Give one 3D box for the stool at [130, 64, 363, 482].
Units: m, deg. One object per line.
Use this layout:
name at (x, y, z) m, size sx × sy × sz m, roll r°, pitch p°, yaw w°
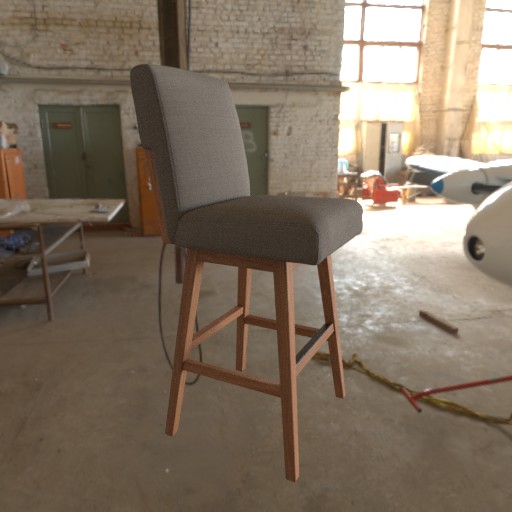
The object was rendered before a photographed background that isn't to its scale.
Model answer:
stool at (0.000, 0.000, 1.385) m, size 0.570 × 1.112 × 0.483 m, roll 8°, pitch 17°, yaw 26°
